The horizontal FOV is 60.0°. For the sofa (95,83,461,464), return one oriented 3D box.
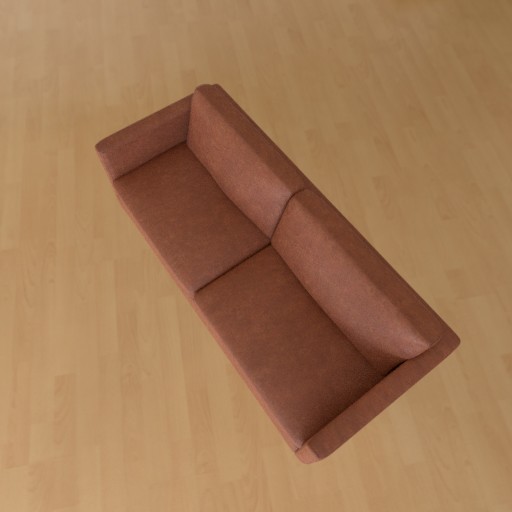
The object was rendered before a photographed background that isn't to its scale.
[{"bbox_3d":[0.000,0.000,2.703,0.950,0.932,2.204,-33,68,-15],"label":"sofa"}]
